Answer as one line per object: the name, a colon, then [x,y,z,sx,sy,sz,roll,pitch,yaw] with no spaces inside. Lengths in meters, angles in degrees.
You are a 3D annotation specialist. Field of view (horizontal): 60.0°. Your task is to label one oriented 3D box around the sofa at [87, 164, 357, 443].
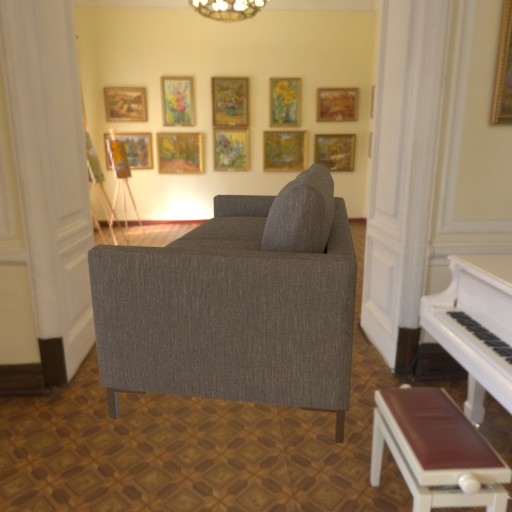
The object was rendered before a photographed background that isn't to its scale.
sofa: [0.000,0.000,2.182,0.875,0.840,1.682,2,14,9]
